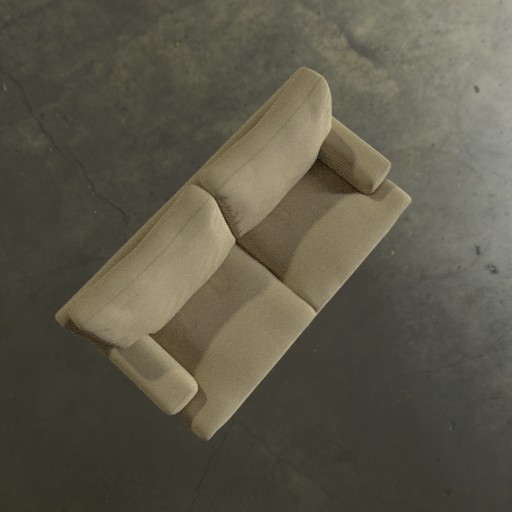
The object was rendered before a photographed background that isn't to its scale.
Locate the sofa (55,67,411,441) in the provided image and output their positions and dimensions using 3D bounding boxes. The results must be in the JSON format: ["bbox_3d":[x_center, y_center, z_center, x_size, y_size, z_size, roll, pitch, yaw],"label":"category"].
[{"bbox_3d":[0.000,0.000,2.494,0.962,0.967,1.885,41,80,9],"label":"sofa"}]
